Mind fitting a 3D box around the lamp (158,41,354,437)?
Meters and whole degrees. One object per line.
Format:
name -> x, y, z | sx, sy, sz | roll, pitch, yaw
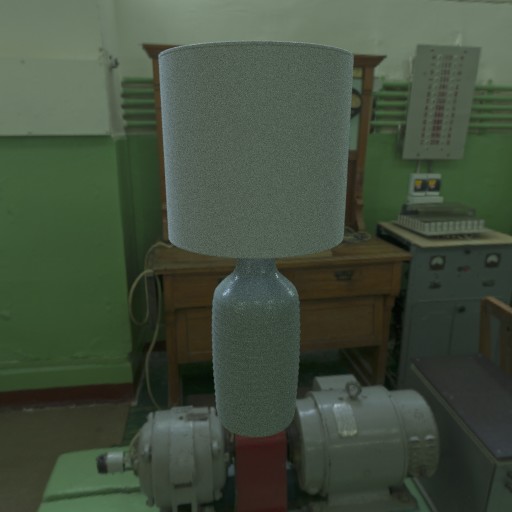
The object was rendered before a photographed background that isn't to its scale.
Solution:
lamp -> 0.000, 0.000, 0.578 | 0.220, 0.475, 0.220 | -3, 16, -10
